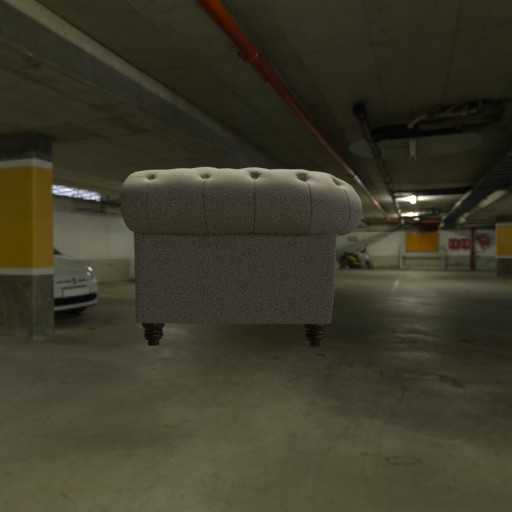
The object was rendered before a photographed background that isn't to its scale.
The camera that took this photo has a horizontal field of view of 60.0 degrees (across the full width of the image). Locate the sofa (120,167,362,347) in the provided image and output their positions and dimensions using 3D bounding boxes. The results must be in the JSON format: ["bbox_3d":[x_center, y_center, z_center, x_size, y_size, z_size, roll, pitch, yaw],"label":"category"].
[{"bbox_3d":[0.000,0.000,2.849,0.991,0.749,2.411,0,1,2],"label":"sofa"}]
